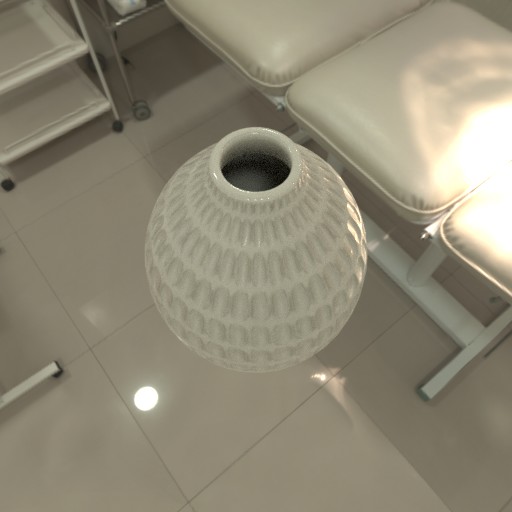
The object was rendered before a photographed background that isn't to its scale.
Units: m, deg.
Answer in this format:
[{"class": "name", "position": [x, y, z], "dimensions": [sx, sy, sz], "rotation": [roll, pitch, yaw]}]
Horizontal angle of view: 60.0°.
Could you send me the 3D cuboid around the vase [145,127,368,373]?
[{"class": "vase", "position": [0.000, 0.000, 0.331], "dimensions": [0.162, 0.223, 0.162], "rotation": [0, 63, 0]}]
